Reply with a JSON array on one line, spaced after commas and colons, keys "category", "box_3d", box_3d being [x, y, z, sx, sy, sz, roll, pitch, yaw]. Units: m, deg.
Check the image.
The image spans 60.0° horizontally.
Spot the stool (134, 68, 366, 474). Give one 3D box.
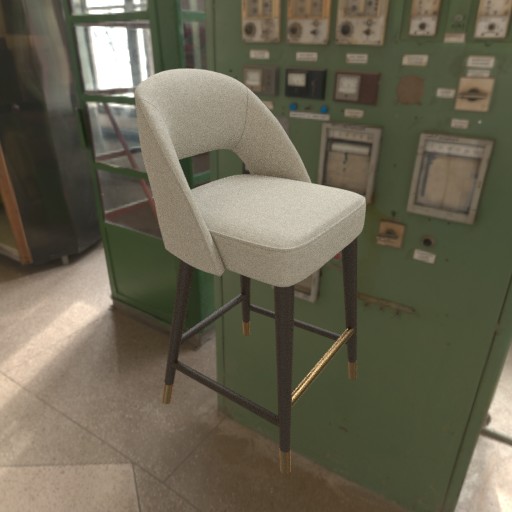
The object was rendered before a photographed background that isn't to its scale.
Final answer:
[{"category": "stool", "box_3d": [0.000, 0.000, 1.227, 0.509, 0.940, 0.494, 17, 31, 31]}]
